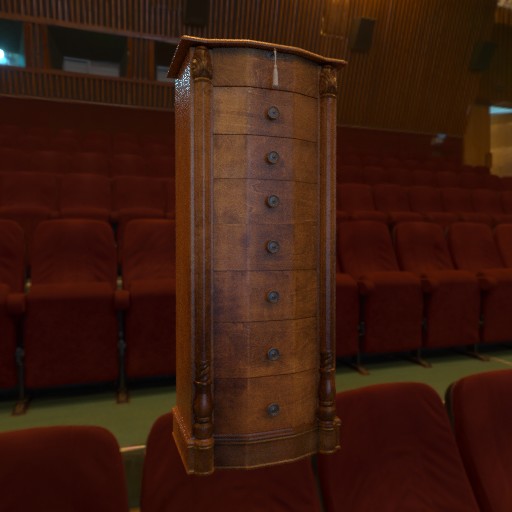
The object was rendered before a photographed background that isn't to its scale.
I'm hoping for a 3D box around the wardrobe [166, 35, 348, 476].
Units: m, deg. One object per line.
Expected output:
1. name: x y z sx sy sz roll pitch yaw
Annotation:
1. wardrobe: 0.000 0.000 1.118 0.406 0.959 0.273 0 1 -19
